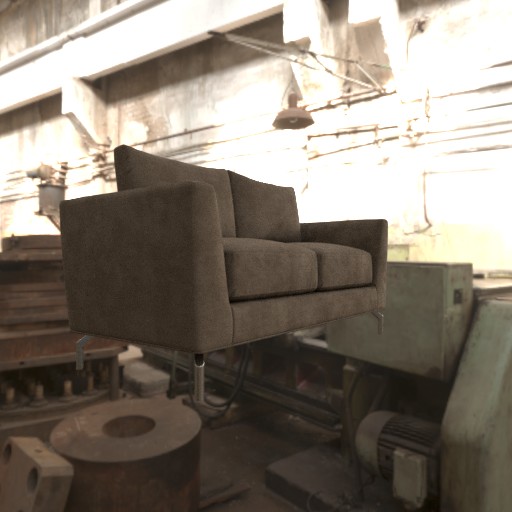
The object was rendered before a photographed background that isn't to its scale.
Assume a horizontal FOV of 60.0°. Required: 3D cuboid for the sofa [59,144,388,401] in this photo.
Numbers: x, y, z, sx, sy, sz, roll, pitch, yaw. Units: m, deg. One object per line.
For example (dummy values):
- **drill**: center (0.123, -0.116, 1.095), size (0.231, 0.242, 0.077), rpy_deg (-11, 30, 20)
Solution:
- **sofa**: center (0.000, 0.000, 2.444), size (0.855, 1.013, 1.832), rpy_deg (0, -1, 37)
